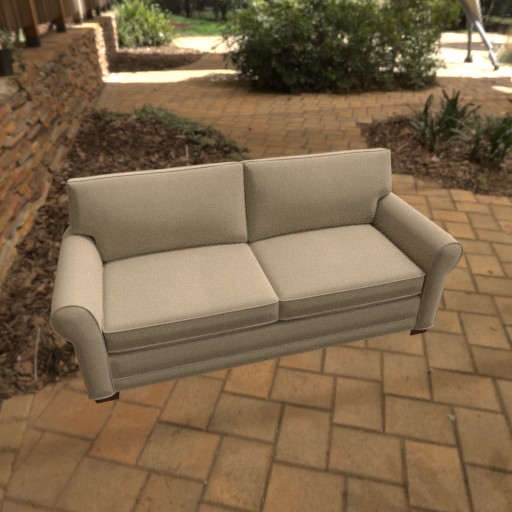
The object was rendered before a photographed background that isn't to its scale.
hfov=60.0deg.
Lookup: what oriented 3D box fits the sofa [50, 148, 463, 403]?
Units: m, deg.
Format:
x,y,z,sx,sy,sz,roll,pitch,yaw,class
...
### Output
x,y,z,sx,sy,sz,roll,pitch,yaw,class
0.000,0.000,2.601,2.146,0.962,0.901,-9,33,-14,sofa
